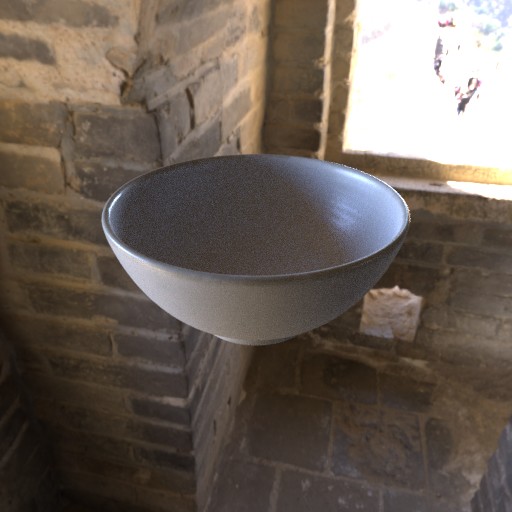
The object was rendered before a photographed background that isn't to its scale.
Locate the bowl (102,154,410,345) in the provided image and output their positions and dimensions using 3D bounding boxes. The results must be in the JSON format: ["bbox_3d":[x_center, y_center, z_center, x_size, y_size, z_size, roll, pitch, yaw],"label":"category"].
[{"bbox_3d":[0.000,0.000,0.431,0.268,0.121,0.268,0,30,0],"label":"bowl"}]
